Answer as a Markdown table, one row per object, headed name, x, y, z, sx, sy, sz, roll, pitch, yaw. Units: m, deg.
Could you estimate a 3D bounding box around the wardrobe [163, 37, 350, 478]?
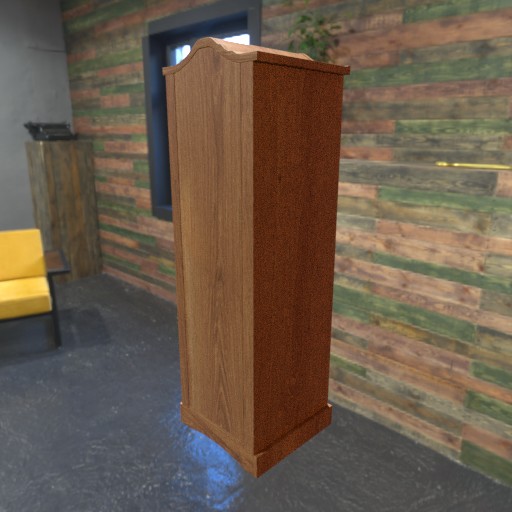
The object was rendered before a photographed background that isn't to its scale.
| name | x | y | z | sx | sy | sz | roll | pitch | yaw |
| --- | --- | --- | --- | --- | --- | --- | --- | --- | --- |
| wardrobe | 0.000 | 0.000 | 2.156 | 0.570 | 1.870 | 0.590 | -15 | 21 | -43 |
